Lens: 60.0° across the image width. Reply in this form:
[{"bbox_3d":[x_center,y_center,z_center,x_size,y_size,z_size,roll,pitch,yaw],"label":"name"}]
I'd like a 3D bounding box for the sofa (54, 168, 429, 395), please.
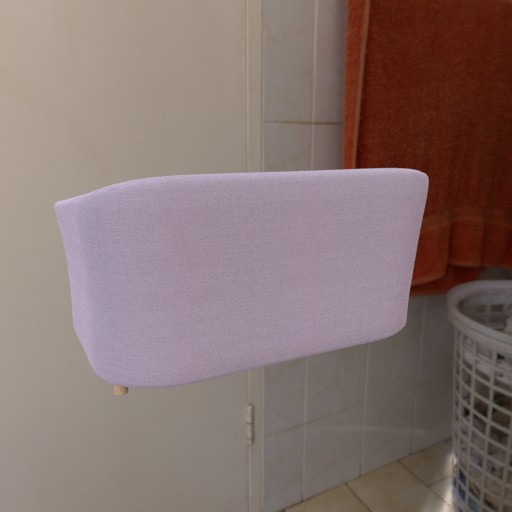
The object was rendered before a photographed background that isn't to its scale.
[{"bbox_3d":[0.000,0.000,1.813,1.452,0.721,0.705,-7,16,-24],"label":"sofa"}]
